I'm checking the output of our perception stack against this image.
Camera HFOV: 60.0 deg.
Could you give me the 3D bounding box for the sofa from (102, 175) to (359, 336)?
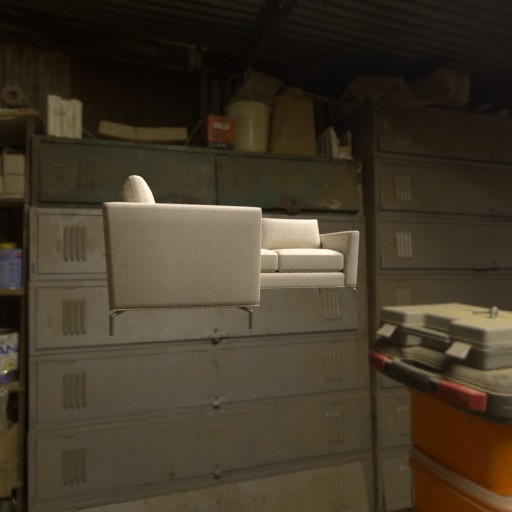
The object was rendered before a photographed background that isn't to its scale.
[{"bbox_3d":[0.000,0.000,3.781,2.448,0.867,2.430,0,-1,-18],"label":"sofa"}]
